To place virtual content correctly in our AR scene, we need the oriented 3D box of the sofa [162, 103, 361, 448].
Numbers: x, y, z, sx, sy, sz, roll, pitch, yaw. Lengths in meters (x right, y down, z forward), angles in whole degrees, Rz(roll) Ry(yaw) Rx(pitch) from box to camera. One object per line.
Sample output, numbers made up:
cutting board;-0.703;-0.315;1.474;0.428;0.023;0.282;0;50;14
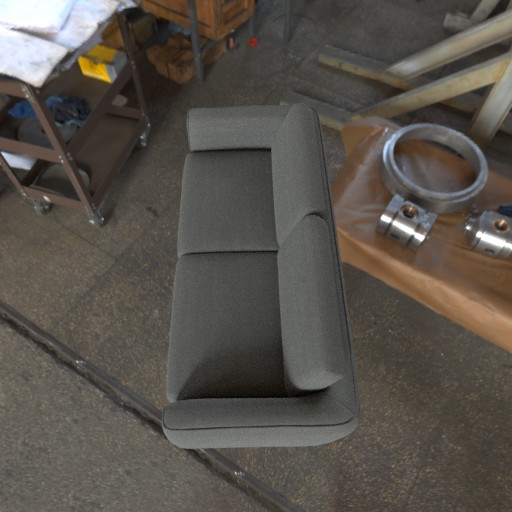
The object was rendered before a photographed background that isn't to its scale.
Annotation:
sofa;0.000;0.000;2.522;0.920;0.850;2.000;-1;59;-1
